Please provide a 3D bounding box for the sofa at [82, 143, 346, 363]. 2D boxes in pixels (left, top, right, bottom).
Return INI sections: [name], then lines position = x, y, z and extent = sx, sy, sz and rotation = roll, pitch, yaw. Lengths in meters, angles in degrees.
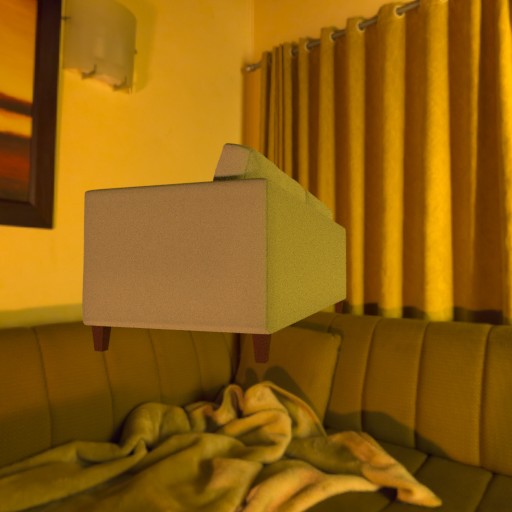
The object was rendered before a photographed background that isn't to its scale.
[sofa]
position = 0.000, 0.000, 3.072
extent = 0.948, 0.965, 2.434
rotation = -1, -2, 19
